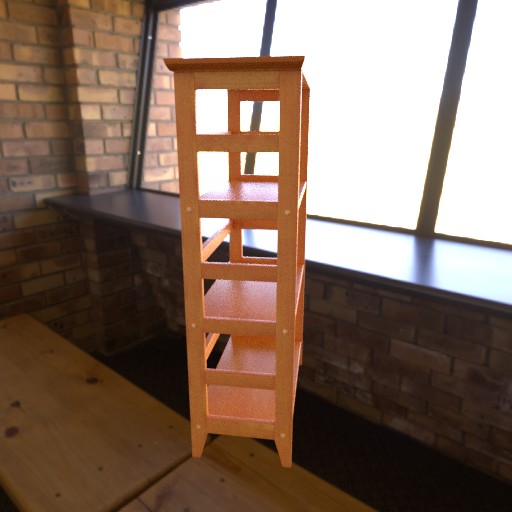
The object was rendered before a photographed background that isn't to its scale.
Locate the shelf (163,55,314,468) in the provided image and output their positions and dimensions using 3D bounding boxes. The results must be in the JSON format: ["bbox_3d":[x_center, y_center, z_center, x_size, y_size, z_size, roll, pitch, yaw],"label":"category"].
[{"bbox_3d":[0.000,0.000,1.395,0.305,1.067,0.660,2,17,8],"label":"shelf"}]
